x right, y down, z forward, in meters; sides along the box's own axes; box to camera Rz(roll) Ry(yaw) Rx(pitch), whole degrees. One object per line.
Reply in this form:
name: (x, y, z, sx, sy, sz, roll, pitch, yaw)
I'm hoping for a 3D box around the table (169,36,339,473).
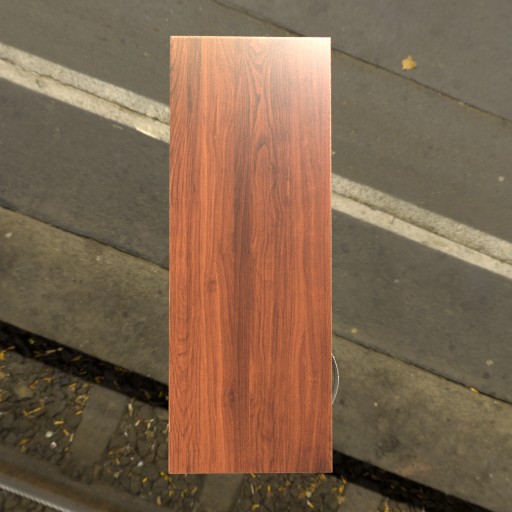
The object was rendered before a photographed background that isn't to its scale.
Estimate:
table: (0.000, 0.000, 1.337, 0.380, 0.790, 0.930, 0, 89, -1)
